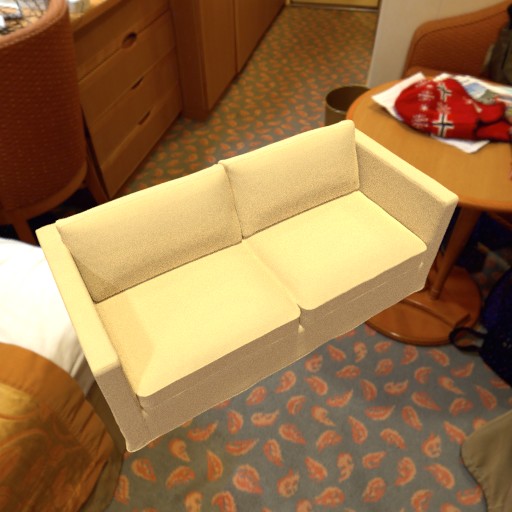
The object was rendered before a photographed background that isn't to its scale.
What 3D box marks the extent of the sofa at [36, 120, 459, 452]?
[{"bbox_3d":[0.000,0.000,2.438,1.987,0.870,0.940,-24,50,-22],"label":"sofa"}]
